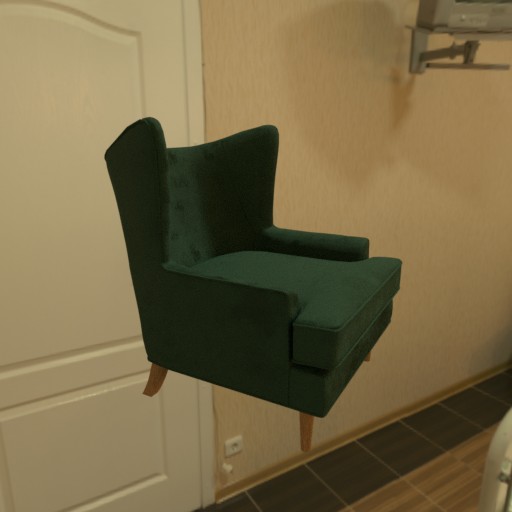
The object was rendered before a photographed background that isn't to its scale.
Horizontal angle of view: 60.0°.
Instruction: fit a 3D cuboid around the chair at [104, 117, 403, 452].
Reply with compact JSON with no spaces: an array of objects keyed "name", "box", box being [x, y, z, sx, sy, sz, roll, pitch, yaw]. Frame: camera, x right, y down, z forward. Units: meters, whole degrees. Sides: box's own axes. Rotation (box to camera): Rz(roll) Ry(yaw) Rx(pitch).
[{"name":"chair","box":[0.000,0.000,1.628,0.910,0.952,0.793,8,17,29]}]
